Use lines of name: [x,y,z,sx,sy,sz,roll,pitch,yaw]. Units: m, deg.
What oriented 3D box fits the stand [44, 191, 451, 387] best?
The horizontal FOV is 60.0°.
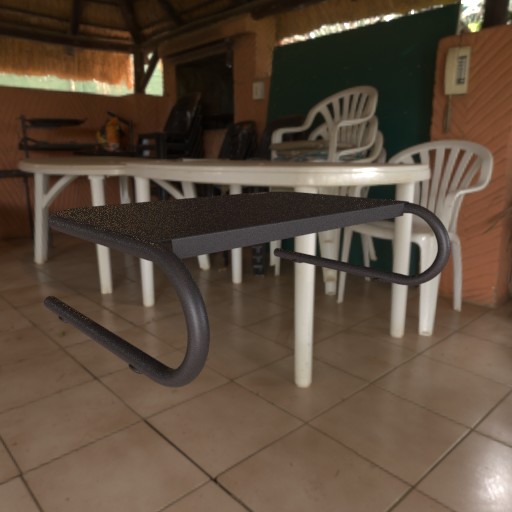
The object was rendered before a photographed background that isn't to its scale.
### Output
stand: [0.000,0.000,0.493,0.370,0.108,0.280,-12,18,-42]
